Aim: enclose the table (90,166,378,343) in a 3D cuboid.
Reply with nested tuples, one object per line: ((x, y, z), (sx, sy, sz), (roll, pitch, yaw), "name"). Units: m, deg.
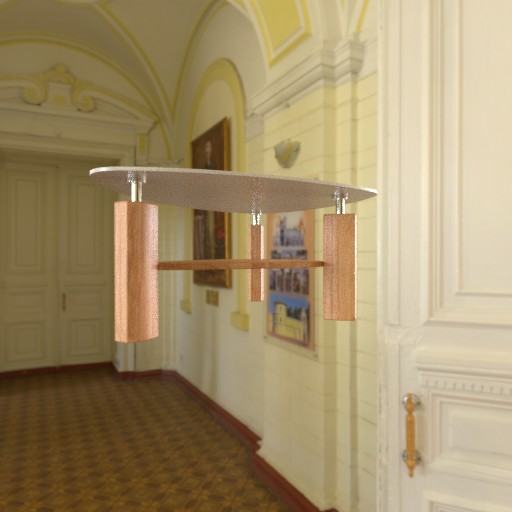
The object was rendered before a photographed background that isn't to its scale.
((0.000, 0.000, 1.612), (0.850, 0.440, 1.250), (0, 0, 18), "table")
